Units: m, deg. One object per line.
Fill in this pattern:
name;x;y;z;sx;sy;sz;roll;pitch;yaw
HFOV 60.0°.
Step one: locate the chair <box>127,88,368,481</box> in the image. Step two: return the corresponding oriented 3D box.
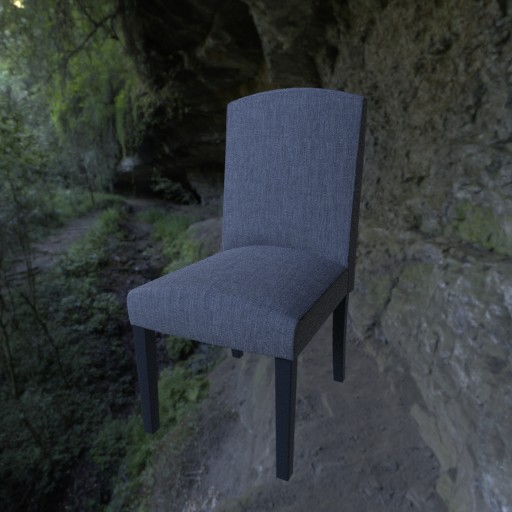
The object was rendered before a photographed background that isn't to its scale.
chair;0.000;0.000;1.217;0.451;0.917;0.580;7;16;25
